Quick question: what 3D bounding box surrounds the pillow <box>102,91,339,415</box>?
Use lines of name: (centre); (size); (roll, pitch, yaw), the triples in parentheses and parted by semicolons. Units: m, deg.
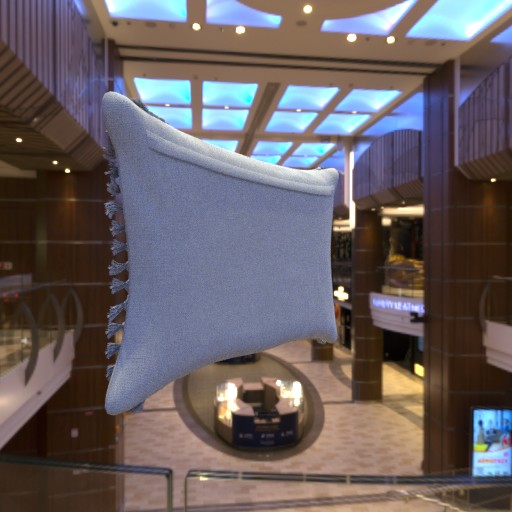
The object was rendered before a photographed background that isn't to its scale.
pillow: (0.000, 0.000, 0.587); (0.084, 0.305, 0.466); (0, 0, 37)
